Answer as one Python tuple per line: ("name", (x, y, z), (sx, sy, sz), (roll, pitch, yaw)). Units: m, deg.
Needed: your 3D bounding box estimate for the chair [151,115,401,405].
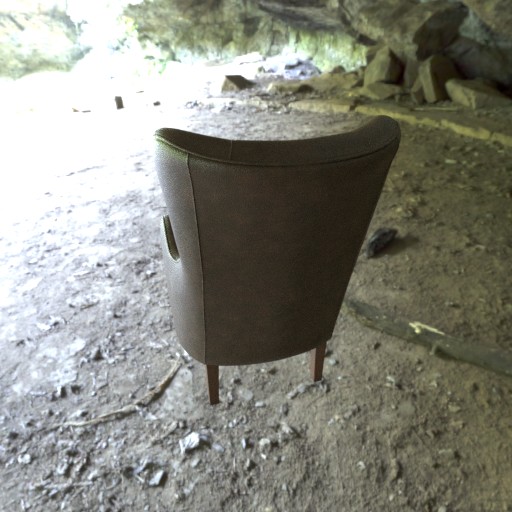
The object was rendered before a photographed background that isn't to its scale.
("chair", (0.000, 0.000, 1.628), (0.692, 1.048, 0.914), (-8, 28, -15))
